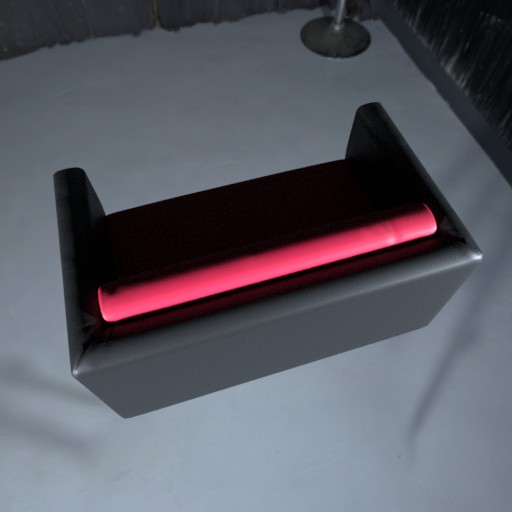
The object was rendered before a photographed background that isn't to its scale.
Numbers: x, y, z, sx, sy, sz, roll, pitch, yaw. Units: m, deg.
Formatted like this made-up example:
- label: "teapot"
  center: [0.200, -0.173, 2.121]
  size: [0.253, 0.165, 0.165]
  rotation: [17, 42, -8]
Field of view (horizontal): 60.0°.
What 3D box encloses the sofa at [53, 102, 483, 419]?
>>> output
- label: "sofa"
  center: [0.000, 0.000, 1.879]
  size: [1.410, 0.735, 0.845]
  rotation: [-15, 60, -9]
